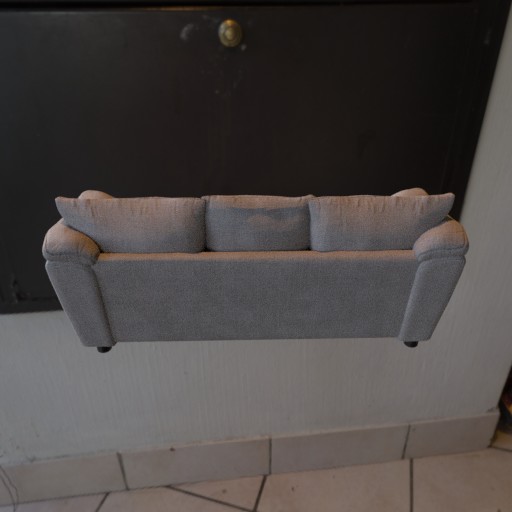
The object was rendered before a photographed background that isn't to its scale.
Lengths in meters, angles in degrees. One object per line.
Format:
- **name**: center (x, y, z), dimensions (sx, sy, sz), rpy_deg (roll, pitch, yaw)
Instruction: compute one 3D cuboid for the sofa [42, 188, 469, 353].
- **sofa**: center (0.000, 0.000, 2.800), dimensions (2.334, 0.996, 0.878), rpy_deg (-1, 29, -1)
